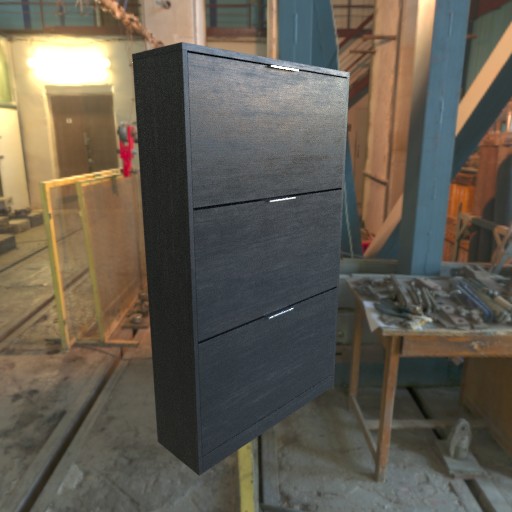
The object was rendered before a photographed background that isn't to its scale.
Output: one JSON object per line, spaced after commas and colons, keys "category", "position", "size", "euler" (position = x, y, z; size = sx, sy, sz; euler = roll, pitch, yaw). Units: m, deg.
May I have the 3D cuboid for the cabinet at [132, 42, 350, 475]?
{"category": "cabinet", "position": [0.000, 0.000, 1.594], "size": [0.250, 1.280, 0.750], "euler": [14, 21, 43]}
